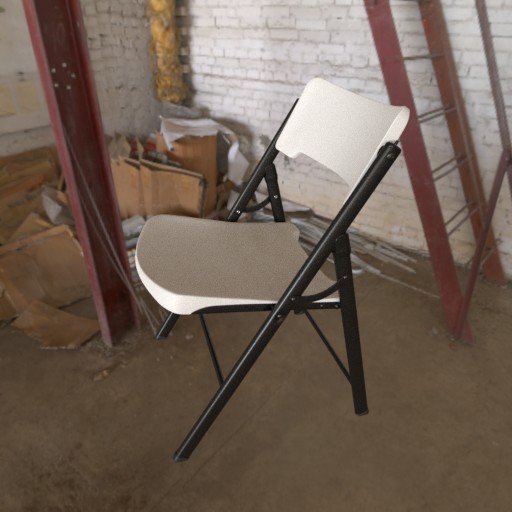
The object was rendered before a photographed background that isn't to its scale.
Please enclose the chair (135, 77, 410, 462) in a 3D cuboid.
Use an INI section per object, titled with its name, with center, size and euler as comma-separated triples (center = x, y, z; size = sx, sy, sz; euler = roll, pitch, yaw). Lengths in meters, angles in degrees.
[chair]
center = 0.000, 0.000, 1.103
size = 0.577, 0.765, 0.482
euler = -8, 30, -14
